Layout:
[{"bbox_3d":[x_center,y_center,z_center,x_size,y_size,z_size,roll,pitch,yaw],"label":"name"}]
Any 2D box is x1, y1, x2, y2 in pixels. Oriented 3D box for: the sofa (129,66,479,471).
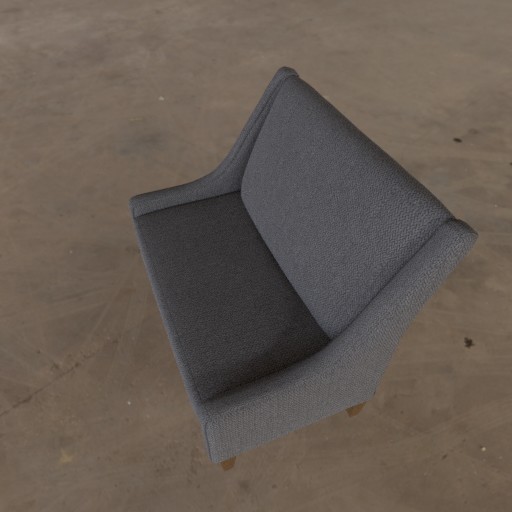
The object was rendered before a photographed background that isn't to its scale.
[{"bbox_3d":[0.000,0.000,1.855,0.873,1.022,1.242,-16,48,-16],"label":"sofa"}]
